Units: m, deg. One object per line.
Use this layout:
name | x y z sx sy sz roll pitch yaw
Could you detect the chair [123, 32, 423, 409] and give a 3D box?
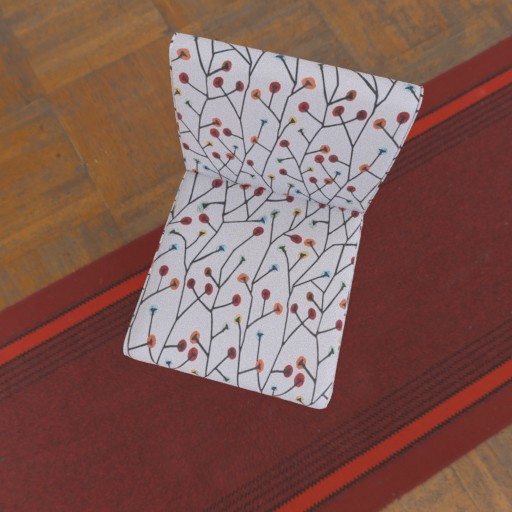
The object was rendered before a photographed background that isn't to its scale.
chair | 0.000 0.000 1.275 0.597 0.813 0.732 14 76 4
